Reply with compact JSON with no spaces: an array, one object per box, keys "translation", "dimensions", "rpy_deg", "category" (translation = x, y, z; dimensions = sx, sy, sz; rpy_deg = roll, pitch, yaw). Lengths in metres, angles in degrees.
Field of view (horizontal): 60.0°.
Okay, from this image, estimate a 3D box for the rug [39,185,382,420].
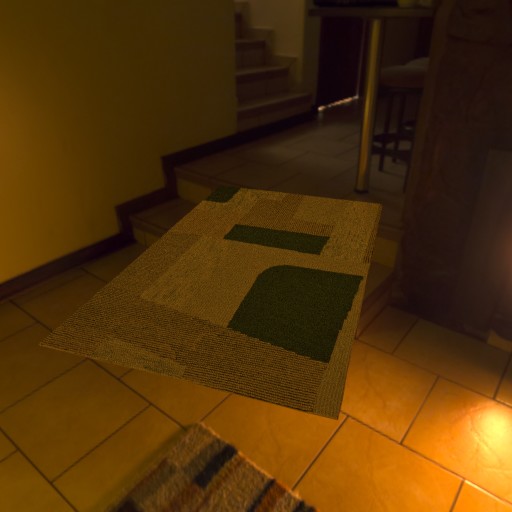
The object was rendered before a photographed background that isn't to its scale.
[{"translation":[0.000,0.000,3.048],"dimensions":[1.521,0.015,2.436],"rpy_deg":[9,30,16],"category":"rug"}]
